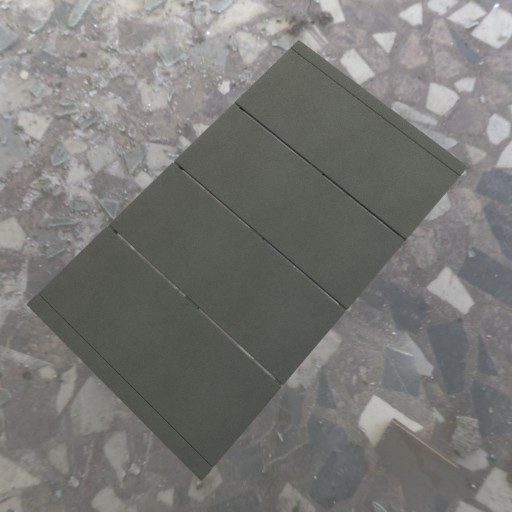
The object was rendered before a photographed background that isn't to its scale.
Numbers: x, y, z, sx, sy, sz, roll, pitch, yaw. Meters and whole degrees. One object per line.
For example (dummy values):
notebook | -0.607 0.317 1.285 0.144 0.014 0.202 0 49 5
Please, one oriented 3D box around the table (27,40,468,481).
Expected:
table | 0.000 0.000 1.283 0.559 0.460 0.965 41 79 9
